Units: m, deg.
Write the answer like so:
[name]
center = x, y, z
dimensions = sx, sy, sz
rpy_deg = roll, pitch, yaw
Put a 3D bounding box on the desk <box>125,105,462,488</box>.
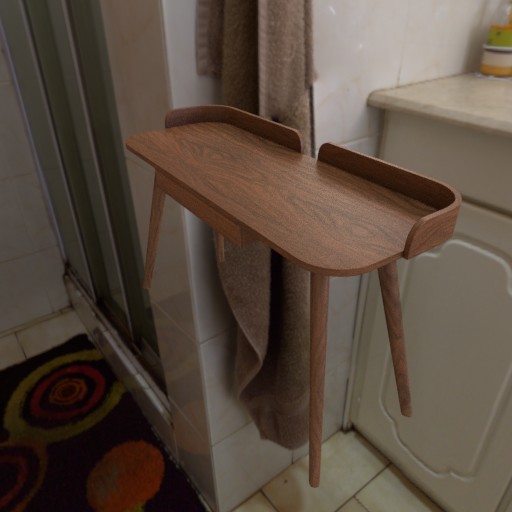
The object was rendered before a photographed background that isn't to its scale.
[desk]
center = 0.000, 0.000, 1.619
dimensions = 0.486, 0.800, 1.256
rpy_deg = -20, 37, -30
